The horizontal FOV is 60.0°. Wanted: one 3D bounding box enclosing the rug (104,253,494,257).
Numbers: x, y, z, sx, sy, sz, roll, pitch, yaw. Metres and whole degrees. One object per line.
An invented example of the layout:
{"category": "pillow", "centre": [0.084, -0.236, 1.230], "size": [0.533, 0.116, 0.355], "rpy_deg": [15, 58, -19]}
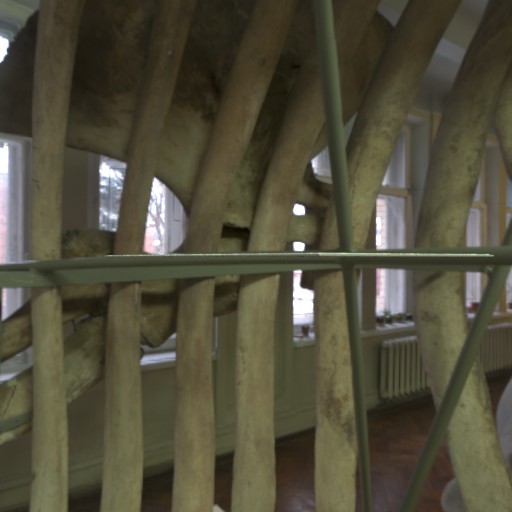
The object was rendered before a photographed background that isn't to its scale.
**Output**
{"category": "rug", "centre": [0.000, 0.000, 1.436], "size": [0.604, 0.007, 1.219], "rpy_deg": [0, 0, -36]}
